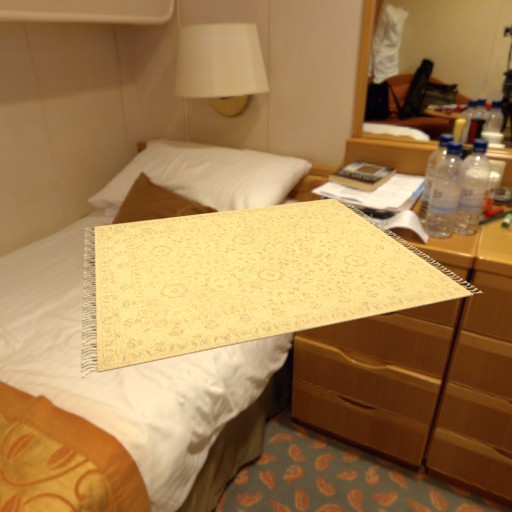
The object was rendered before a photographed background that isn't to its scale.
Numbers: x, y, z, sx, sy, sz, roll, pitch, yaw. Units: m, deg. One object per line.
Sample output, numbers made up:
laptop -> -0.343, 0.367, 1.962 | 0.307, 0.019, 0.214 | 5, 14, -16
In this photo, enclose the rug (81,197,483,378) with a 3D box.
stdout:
rug -> 0.000, 0.000, 4.128 | 3.043, 0.013, 2.444 | -9, 28, -16
